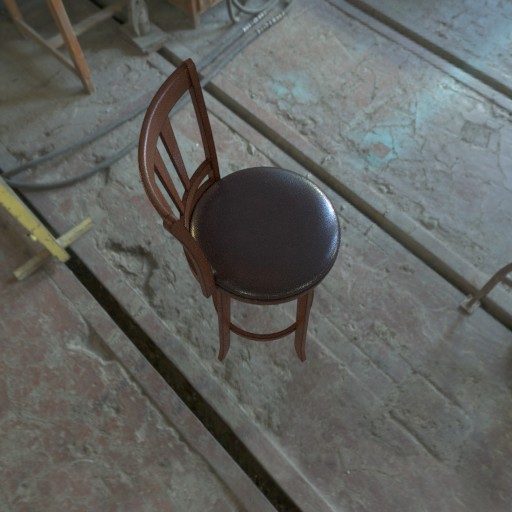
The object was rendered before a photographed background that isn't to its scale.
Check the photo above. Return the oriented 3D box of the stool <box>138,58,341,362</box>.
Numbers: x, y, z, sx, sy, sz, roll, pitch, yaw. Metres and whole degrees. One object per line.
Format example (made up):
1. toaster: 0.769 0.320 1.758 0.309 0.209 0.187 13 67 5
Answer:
1. stool: 0.000 0.000 1.463 0.503 1.177 0.464 0 64 0
